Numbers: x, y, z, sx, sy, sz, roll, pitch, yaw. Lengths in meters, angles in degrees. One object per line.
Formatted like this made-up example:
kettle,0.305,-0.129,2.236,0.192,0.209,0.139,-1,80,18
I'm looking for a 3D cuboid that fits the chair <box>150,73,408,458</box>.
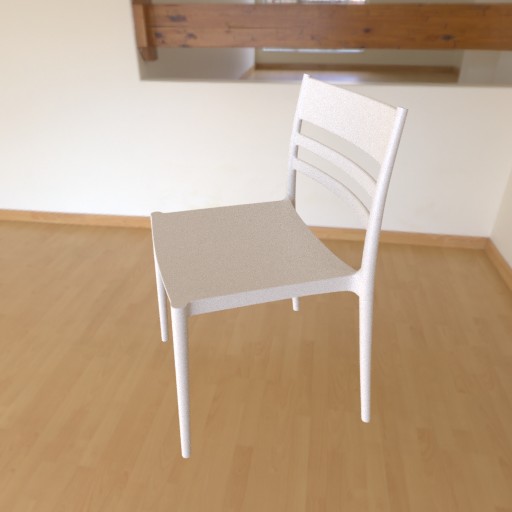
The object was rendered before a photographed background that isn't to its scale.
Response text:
chair,0.000,0.000,1.135,0.511,0.800,0.531,-8,31,-14
